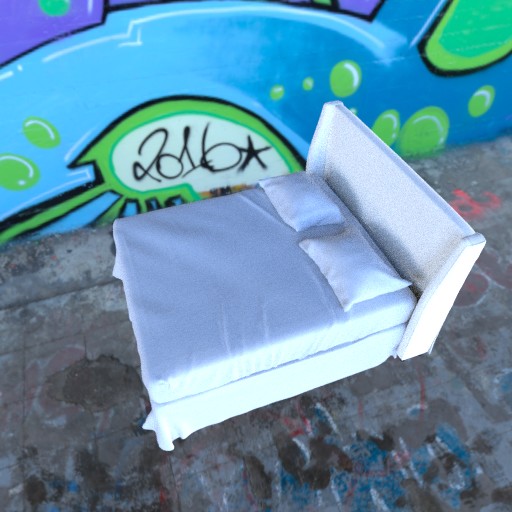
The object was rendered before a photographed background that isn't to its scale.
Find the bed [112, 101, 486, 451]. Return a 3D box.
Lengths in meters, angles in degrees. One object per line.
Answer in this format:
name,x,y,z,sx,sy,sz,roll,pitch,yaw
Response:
bed,0.000,0.000,3.457,2.276,1.332,1.925,-15,48,-14
